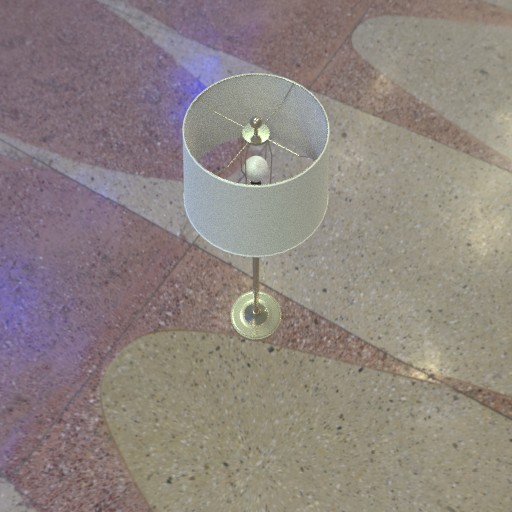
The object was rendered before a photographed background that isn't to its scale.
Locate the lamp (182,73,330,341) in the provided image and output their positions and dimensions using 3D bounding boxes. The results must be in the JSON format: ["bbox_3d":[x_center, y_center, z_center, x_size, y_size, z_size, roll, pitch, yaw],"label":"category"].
[{"bbox_3d":[0.000,0.000,1.711,0.431,1.488,0.431,0,64,0],"label":"lamp"}]
